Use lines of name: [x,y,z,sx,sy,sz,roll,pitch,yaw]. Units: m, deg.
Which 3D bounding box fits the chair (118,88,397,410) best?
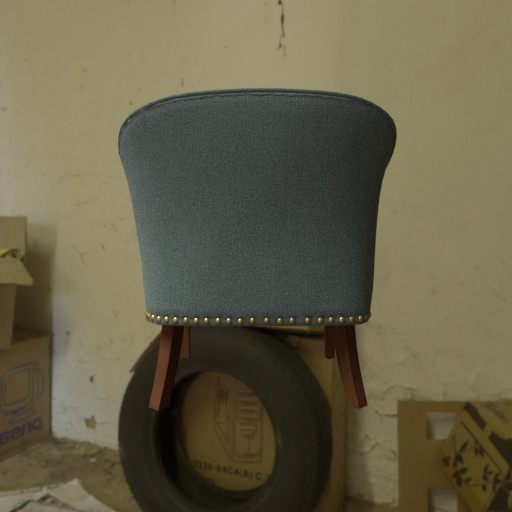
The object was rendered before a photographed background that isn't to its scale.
chair: [0.000,0.000,1.399,0.772,0.815,0.704,0,2,-1]
